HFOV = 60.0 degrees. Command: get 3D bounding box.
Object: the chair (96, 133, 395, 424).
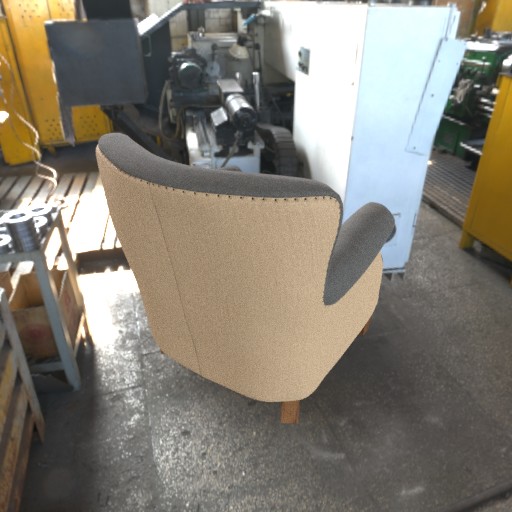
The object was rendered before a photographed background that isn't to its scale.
[{"bbox_3d":[0.000,0.000,1.657,0.861,0.936,0.921,20,36,31],"label":"chair"}]
